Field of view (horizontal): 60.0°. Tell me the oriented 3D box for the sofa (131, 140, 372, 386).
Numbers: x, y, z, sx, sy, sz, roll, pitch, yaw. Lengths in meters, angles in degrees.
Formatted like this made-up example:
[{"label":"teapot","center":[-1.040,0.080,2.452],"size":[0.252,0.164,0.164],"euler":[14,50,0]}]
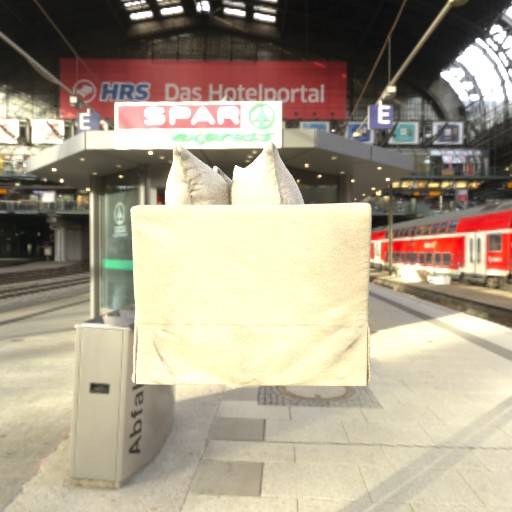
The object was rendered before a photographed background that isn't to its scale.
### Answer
[{"label":"sofa","center":[0.000,0.000,2.906],"size":[1.031,1.034,2.290],"euler":[0,1,1]}]
